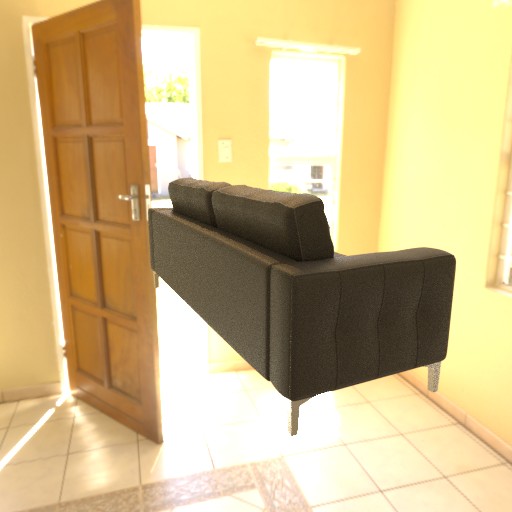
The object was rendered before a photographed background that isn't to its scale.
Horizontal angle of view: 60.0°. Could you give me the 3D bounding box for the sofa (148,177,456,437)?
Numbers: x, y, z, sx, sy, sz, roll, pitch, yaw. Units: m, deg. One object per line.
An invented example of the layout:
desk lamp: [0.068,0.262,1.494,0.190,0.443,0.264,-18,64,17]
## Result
sofa: [0.000,0.000,2.717,0.833,0.893,2.275,-6,14,-25]
